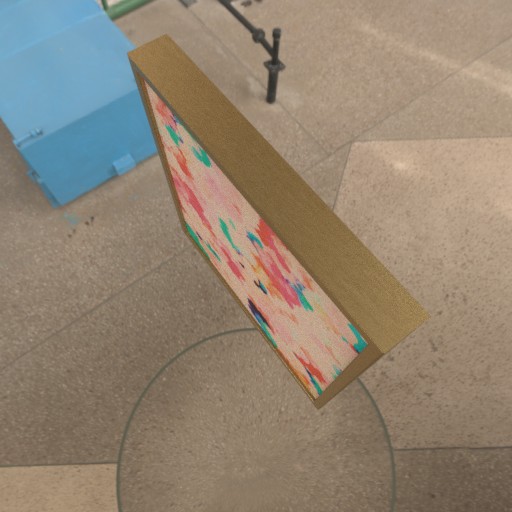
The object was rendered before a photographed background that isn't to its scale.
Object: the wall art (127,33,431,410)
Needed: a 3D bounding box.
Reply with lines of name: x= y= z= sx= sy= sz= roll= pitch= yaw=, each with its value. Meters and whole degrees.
wall art: x=0.000 y=0.000 z=0.451 sx=0.038 sy=0.305 sz=0.304 roll=-34 pitch=69 yaw=-14
